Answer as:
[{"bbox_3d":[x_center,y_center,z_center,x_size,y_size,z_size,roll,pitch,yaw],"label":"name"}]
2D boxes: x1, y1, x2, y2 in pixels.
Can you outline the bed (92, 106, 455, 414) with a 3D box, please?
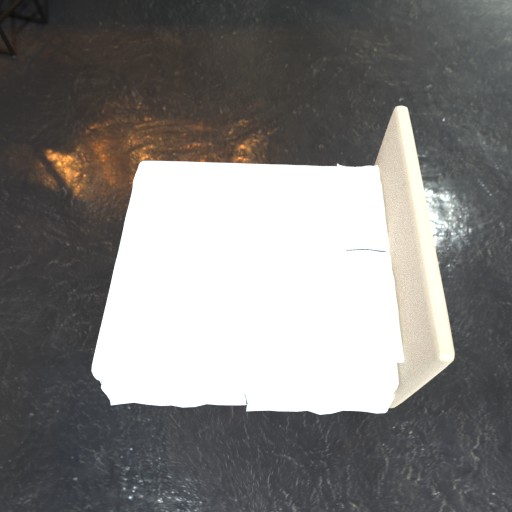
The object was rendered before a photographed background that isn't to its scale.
[{"bbox_3d":[0.000,0.000,3.503,2.319,1.317,2.119,2,59,1],"label":"bed"}]
